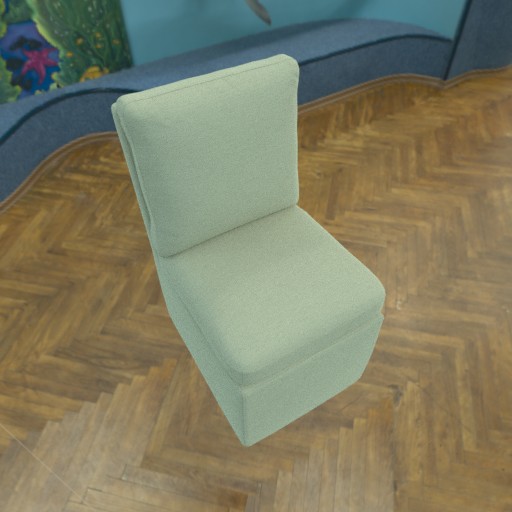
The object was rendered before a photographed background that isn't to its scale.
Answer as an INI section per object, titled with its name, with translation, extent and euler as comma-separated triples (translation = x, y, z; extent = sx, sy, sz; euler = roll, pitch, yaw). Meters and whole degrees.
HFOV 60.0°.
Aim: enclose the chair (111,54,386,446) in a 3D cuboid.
[chair]
translation = 0.000, 0.000, 1.317
extent = 0.503, 0.927, 0.698
euler = -24, 52, -20
